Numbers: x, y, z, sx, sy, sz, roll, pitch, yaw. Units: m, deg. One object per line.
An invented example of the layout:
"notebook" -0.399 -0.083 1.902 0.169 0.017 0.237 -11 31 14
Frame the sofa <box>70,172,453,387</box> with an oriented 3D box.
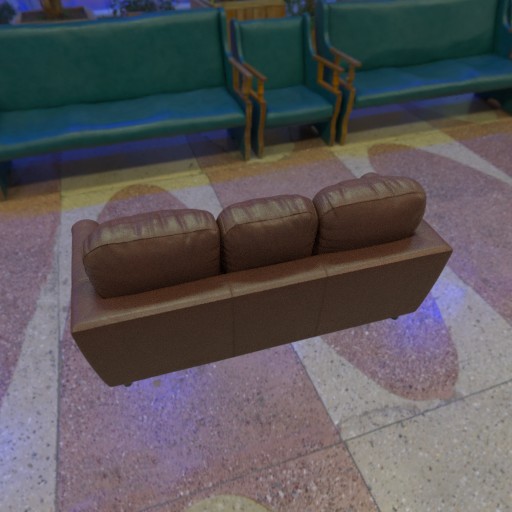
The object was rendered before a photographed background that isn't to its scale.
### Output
"sofa" 0.000 0.000 2.403 1.862 0.915 0.802 -11 42 -13
